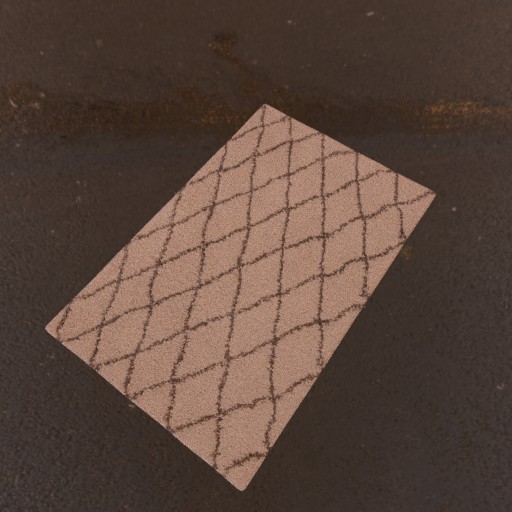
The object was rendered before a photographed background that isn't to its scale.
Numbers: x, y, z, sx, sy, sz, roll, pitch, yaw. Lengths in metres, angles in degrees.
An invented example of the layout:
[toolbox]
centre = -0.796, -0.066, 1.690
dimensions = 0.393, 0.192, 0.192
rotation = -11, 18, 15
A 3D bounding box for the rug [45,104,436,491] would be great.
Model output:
[rug]
centre = 0.000, 0.000, 3.463
dimensions = 1.778, 0.030, 2.743
rotation = 33, 67, 16
